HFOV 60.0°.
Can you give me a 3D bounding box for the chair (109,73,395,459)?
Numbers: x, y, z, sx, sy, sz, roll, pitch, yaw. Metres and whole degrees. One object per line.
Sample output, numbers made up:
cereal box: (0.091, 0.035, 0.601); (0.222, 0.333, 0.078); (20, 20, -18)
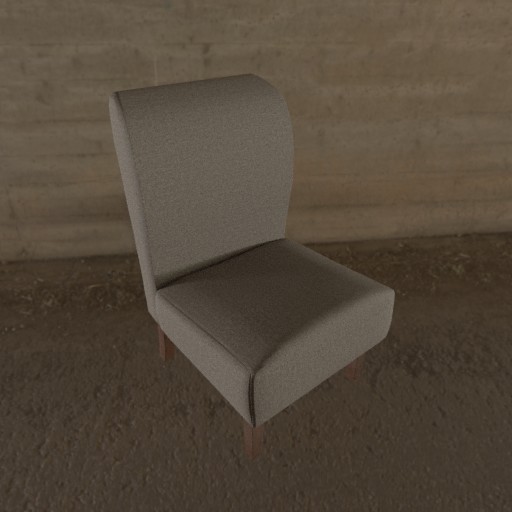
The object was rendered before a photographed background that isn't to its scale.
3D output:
chair: (0.000, 0.000, 1.182); (0.513, 0.804, 0.592); (-24, 39, -34)
